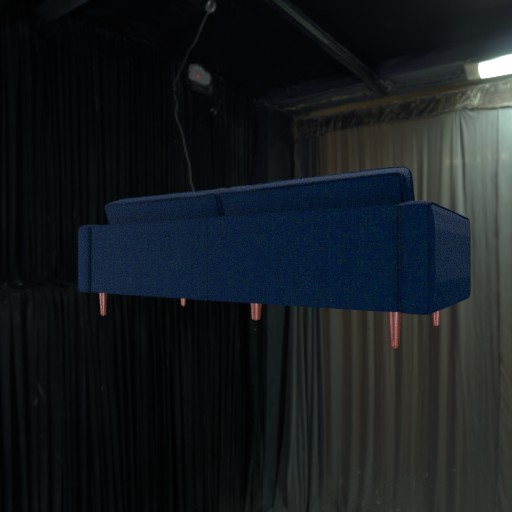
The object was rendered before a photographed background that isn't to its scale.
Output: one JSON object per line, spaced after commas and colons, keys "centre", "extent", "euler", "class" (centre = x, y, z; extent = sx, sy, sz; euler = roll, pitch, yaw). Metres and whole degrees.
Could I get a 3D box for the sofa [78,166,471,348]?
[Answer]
{"centre": [0.000, 0.000, 2.637], "extent": [2.210, 0.762, 0.914], "euler": [0, -1, 34], "class": "sofa"}
